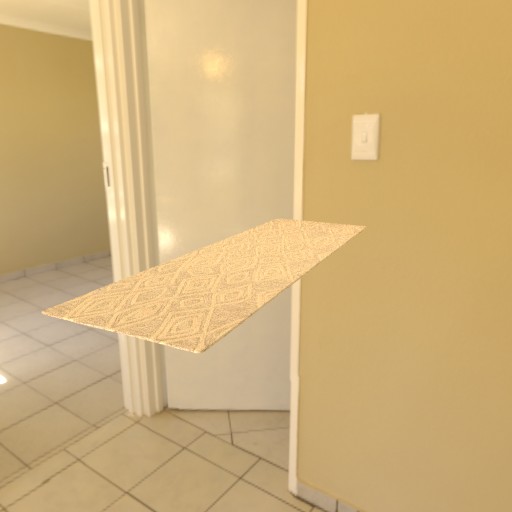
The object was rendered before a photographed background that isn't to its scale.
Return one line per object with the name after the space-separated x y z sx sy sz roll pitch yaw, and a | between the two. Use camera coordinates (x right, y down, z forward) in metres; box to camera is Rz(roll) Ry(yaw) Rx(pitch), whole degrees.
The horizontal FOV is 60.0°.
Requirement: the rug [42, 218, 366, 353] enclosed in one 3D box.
0.000 0.000 2.729 0.807 0.013 2.436 7 17 26 | rug
